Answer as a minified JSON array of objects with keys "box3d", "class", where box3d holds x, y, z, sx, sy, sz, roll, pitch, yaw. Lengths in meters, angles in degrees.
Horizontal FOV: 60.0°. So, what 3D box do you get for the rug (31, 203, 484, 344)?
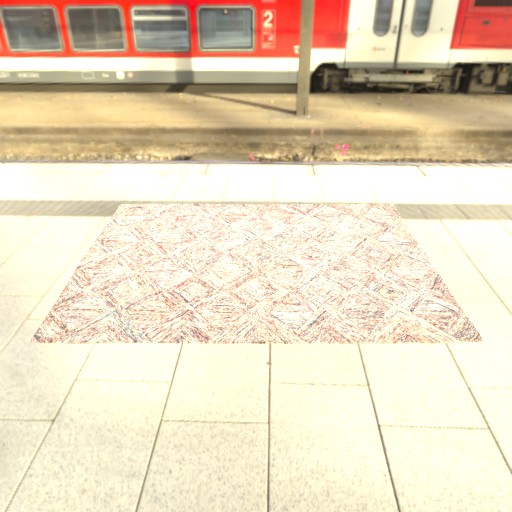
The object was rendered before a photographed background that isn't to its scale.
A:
[{"box3d":[0.000,0.000,4.167,3.226,0.024,2.436,0,30,0],"class":"rug"}]
